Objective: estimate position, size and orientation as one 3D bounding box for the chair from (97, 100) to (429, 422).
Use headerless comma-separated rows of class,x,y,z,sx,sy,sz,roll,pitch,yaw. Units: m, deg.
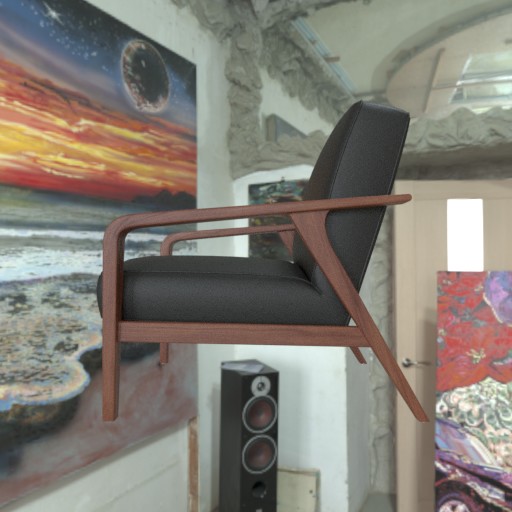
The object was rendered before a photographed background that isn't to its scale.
chair,0.000,0.000,1.479,0.889,0.861,0.719,0,-1,0
